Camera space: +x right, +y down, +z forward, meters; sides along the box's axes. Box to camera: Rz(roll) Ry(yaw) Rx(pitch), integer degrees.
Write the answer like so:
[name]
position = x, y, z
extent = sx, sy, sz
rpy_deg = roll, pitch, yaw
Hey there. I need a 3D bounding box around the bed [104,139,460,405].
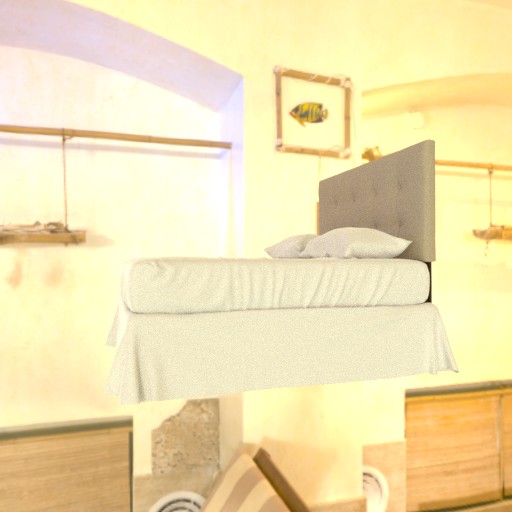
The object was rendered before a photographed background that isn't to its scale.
[bed]
position = 0.000, 0.000, 3.443
extent = 2.222, 1.577, 1.936
rpy_deg = 0, -1, -18
